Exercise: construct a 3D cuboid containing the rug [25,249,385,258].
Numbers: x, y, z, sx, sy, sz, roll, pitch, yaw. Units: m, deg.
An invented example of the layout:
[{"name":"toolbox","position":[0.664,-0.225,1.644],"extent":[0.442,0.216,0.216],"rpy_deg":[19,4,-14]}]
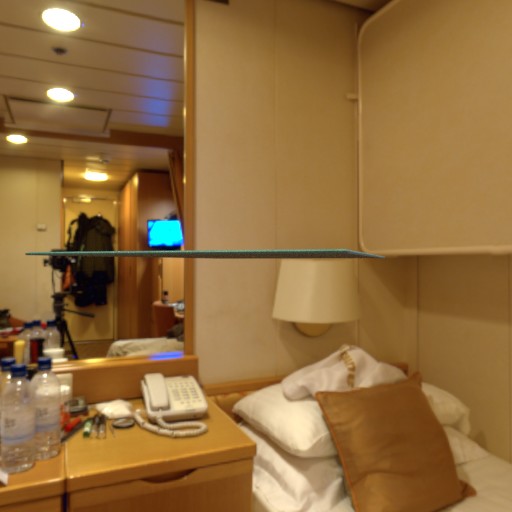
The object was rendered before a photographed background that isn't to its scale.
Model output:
[{"name":"rug","position":[0.000,0.000,3.537],"extent":[1.830,0.018,2.769],"rpy_deg":[0,-1,19]}]
